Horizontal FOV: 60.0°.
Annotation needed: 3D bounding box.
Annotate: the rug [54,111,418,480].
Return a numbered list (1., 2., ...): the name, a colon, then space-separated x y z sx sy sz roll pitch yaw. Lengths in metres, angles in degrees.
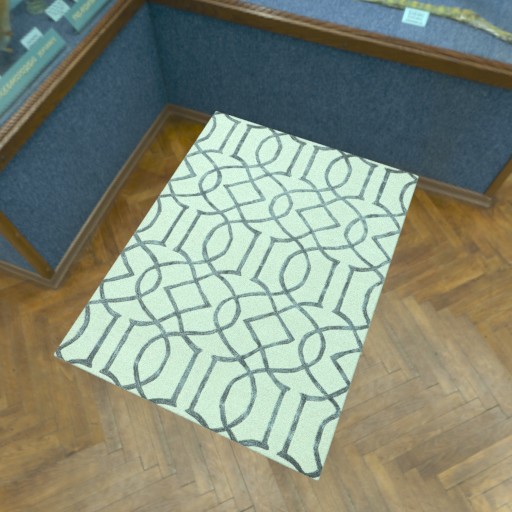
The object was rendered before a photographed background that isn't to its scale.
1. rug: 0.000 0.000 3.914 2.211 0.021 2.910 21 63 11
